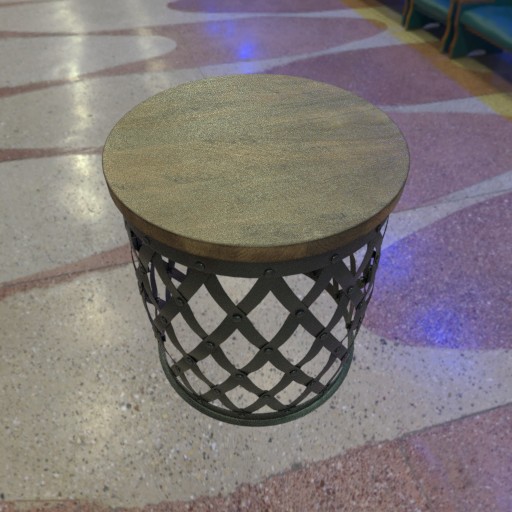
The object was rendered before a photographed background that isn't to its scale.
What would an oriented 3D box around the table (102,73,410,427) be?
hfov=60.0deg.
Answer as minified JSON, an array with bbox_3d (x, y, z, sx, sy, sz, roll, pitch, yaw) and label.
[{"bbox_3d":[0.000,0.000,0.760,0.405,0.454,0.405,0,47,0],"label":"table"}]
